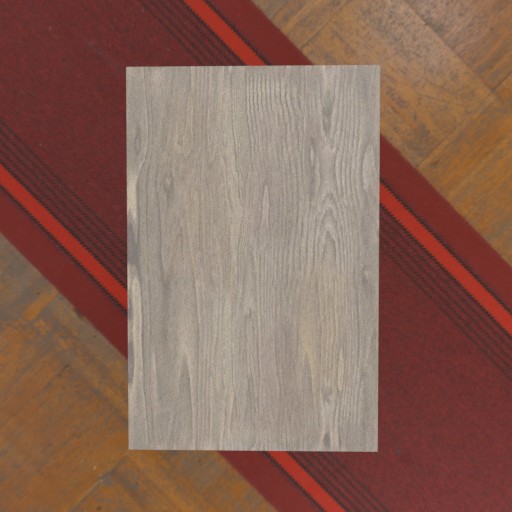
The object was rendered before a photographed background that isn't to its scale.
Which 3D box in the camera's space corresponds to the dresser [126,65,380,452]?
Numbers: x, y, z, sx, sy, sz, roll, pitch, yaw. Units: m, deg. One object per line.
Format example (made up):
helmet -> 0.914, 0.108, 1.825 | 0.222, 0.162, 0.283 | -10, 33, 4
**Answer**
dresser -> 0.000, 0.000, 1.313 | 0.529, 0.762, 0.809 | 0, 91, 1
